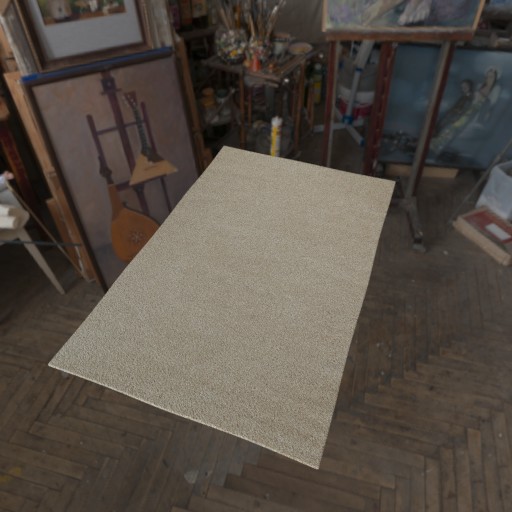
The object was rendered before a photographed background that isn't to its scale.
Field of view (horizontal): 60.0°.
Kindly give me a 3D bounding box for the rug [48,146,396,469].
[{"bbox_3d":[0.000,0.000,2.972,1.500,0.025,2.346,15,47,15],"label":"rug"}]
